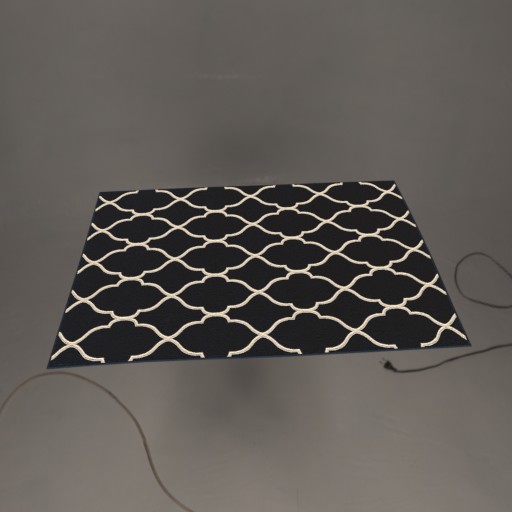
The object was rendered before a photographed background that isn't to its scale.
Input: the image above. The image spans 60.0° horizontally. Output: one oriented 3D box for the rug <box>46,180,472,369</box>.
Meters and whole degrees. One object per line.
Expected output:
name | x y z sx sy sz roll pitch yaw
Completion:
rug | 0.000 0.000 2.898 2.294 0.014 1.528 -3 46 -3
